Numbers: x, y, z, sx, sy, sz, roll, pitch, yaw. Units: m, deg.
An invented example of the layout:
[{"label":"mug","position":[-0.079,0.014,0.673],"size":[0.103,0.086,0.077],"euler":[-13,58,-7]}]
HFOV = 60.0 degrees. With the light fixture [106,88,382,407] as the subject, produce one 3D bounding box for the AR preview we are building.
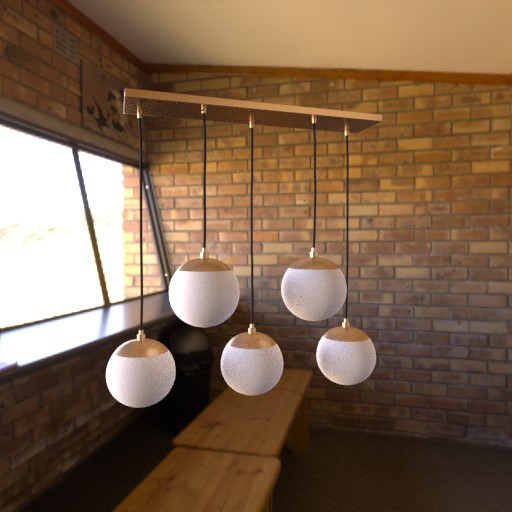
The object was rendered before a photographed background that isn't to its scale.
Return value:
[{"label":"light fixture","position":[0.000,0.000,1.335],"size":[0.863,0.869,0.299],"euler":[0,1,-18]}]
